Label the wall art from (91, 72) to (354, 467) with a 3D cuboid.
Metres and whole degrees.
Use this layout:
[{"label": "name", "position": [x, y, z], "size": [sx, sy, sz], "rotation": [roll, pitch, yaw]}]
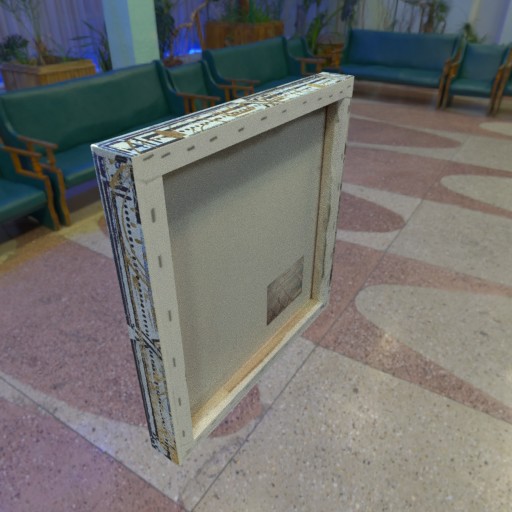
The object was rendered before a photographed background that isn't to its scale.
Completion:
[{"label": "wall art", "position": [0.000, 0.000, 0.452], "size": [0.038, 0.306, 0.302], "rotation": [21, 38, 29]}]
